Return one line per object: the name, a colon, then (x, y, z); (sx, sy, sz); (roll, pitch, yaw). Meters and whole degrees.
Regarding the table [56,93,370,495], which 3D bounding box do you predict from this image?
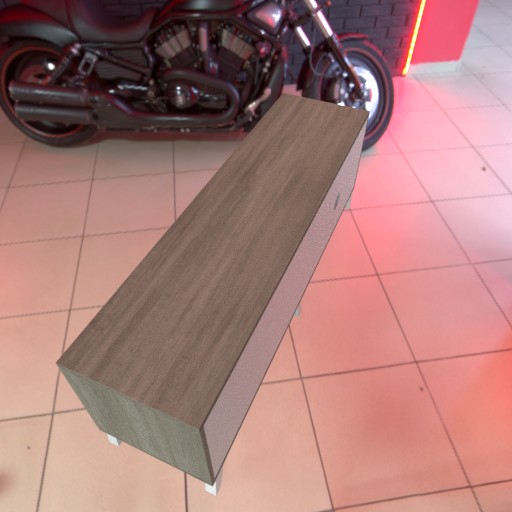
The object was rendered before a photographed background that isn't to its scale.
table: (0.000, 0.000, 1.685); (0.400, 0.530, 1.500); (18, 50, 16)
